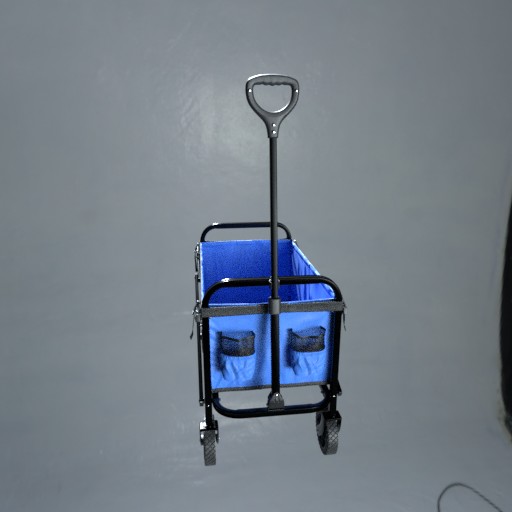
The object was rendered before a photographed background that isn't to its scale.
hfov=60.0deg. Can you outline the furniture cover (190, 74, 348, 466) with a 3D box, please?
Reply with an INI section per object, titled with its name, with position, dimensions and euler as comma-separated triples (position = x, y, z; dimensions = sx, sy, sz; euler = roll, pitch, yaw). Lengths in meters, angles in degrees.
[furniture cover]
position = 0.000, 0.000, 1.793
dimensions = 0.532, 1.295, 1.038
euler = -2, 17, -7
